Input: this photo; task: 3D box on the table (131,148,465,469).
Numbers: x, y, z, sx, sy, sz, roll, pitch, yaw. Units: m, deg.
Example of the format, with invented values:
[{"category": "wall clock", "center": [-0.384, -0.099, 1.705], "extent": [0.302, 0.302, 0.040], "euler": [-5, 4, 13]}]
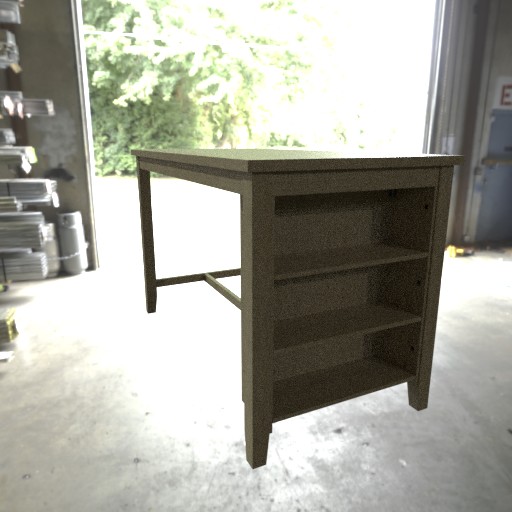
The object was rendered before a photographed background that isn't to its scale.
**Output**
[{"category": "table", "center": [0.000, 0.000, 1.906], "extent": [0.729, 0.874, 1.397], "euler": [-7, 16, -25]}]
